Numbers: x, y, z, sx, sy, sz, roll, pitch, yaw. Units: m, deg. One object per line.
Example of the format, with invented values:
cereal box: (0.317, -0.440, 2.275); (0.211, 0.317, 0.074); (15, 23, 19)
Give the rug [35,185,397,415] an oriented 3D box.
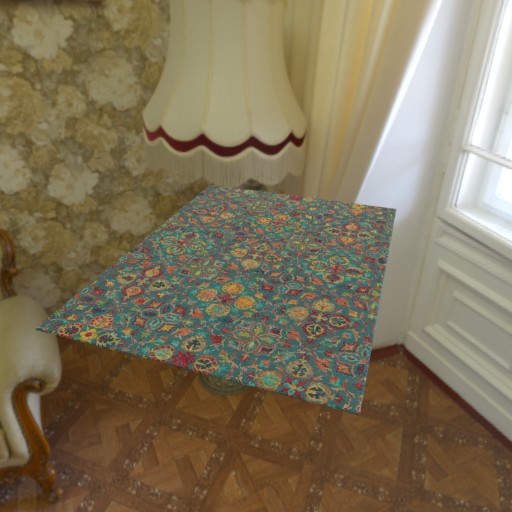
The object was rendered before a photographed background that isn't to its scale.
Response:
rug: (0.000, 0.000, 4.316); (2.434, 0.025, 3.204); (10, 31, 17)
